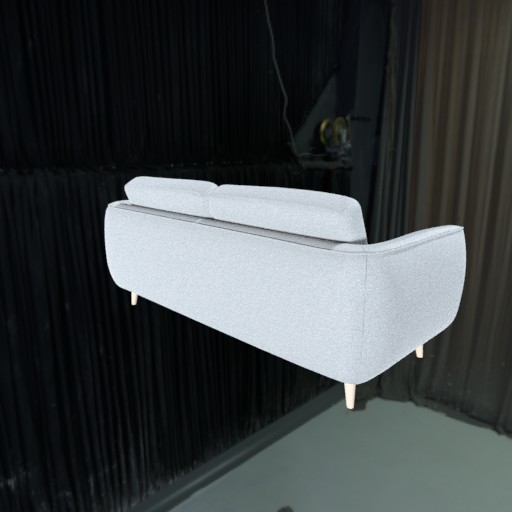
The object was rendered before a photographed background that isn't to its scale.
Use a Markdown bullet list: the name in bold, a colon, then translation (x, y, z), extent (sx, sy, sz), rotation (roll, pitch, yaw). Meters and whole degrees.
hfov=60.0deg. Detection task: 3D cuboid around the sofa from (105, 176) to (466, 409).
- **sofa**: translation (0.000, 0.000, 2.487), extent (2.000, 0.850, 0.920), rotation (14, 20, 43)
